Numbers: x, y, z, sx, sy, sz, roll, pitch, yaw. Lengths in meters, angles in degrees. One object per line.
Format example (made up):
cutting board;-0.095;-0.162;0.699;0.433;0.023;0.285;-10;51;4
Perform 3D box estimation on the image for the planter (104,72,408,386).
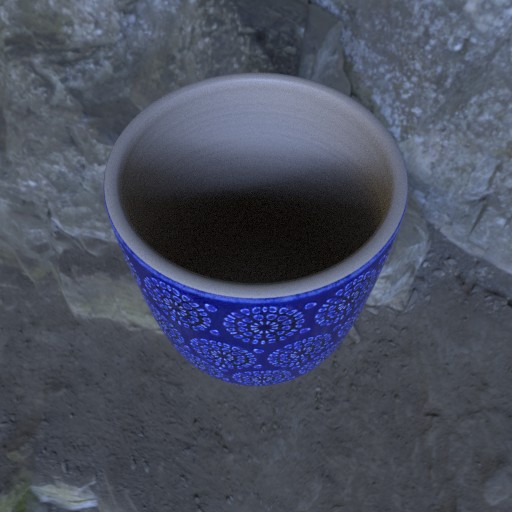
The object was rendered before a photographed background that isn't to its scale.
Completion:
planter;0.000;0.000;0.352;0.184;0.206;0.184;0;57;0
